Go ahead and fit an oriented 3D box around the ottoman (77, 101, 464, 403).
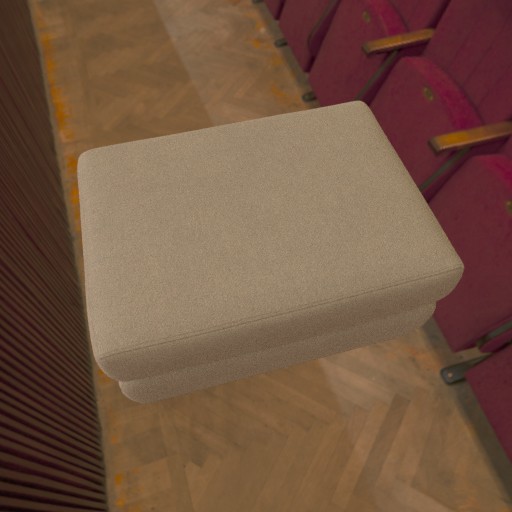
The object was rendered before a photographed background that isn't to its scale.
[{"bbox_3d":[0.000,0.000,1.152,0.773,0.499,0.569,-13,58,-8],"label":"ottoman"}]
